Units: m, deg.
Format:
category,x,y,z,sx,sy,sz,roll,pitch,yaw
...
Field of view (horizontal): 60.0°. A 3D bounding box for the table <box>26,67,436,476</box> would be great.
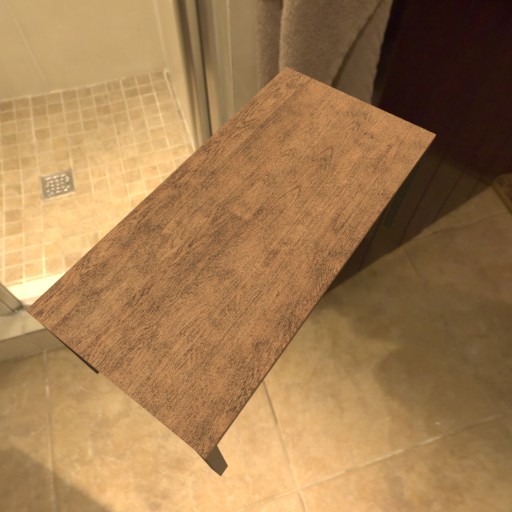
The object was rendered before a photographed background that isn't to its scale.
category,x,y,z,sx,sy,sz,roll,pitch,yaw
table,0.000,0.000,2.280,0.893,0.767,1.805,32,64,17
